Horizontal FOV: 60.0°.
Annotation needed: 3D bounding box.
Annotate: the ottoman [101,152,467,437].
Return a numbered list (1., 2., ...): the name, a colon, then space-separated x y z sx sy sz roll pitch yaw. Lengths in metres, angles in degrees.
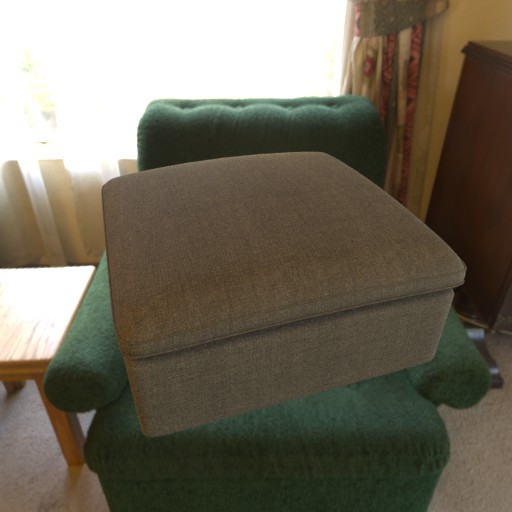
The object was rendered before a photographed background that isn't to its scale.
1. ottoman: 0.000 0.000 1.721 1.067 0.559 1.067 -10 34 -15
